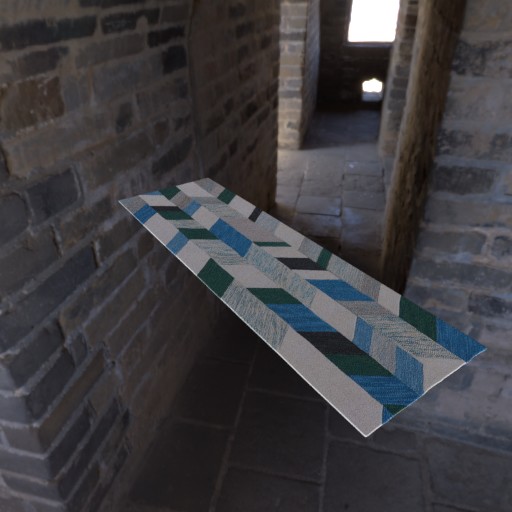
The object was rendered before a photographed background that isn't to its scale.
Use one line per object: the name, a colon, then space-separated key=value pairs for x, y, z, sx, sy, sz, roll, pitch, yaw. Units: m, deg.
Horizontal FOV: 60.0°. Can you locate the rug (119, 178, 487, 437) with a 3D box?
rug: x=0.000 y=0.000 z=2.601 sx=0.774 sy=0.008 sz=2.437 roll=-20 pitch=37 yaw=-29
